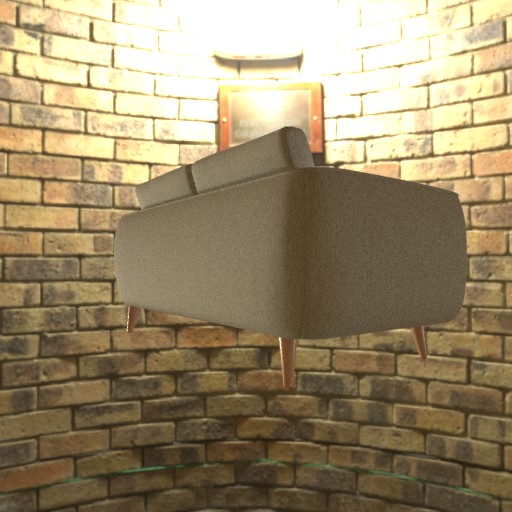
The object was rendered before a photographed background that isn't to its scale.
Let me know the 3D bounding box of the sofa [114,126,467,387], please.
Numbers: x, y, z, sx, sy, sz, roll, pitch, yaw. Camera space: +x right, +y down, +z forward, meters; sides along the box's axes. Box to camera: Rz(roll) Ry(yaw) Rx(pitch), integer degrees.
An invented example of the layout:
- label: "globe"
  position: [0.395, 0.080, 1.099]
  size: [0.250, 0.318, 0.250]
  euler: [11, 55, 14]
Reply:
- label: "sofa"
  position: [0.000, 0.000, 2.169]
  size: [0.920, 0.850, 1.700]
  euler: [1, -2, -36]
